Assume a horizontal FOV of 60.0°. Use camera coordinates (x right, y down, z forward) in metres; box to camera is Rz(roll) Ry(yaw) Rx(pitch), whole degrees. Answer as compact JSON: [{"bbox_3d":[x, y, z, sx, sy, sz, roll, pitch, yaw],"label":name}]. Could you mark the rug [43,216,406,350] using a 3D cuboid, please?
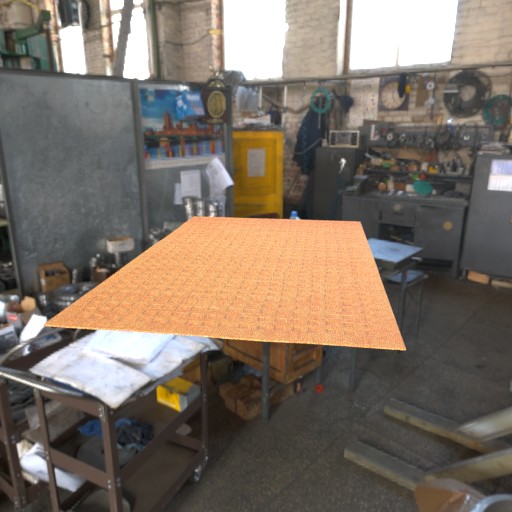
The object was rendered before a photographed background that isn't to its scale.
[{"bbox_3d":[0.000,0.000,2.192,1.143,0.006,1.747,2,17,8],"label":"rug"}]
